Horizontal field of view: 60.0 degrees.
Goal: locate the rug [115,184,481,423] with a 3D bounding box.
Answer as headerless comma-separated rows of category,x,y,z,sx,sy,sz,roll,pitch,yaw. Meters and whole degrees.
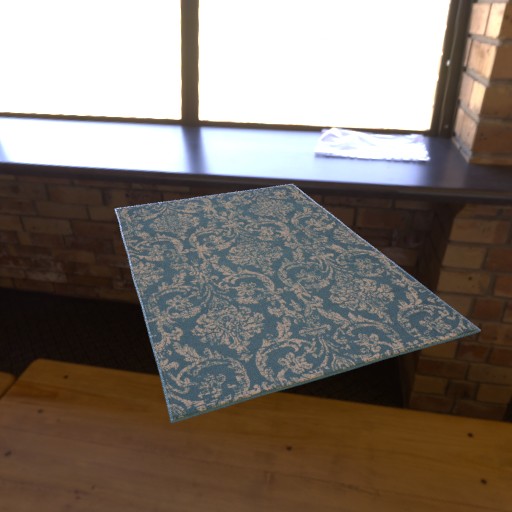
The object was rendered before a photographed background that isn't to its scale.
rug,0.000,0.000,2.854,1.554,0.012,2.205,-11,31,-18
